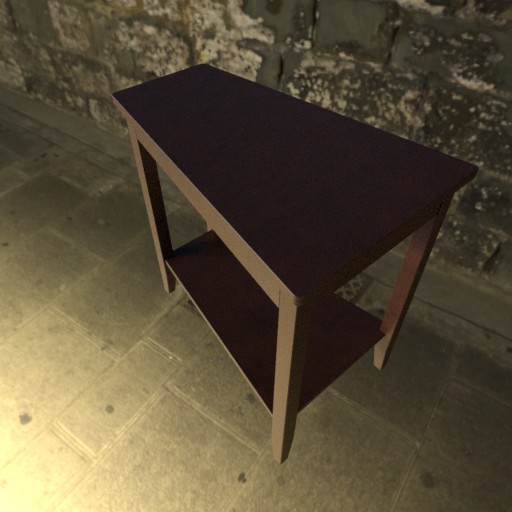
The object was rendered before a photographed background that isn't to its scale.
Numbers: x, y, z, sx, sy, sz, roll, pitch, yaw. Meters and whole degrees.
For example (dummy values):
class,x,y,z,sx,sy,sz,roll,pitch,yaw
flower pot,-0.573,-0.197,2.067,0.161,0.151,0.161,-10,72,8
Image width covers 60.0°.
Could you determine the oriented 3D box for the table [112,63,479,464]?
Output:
class,x,y,z,sx,sy,sz,roll,pitch,yaw
table,0.000,0.000,0.965,0.399,0.589,0.605,-32,53,-27
